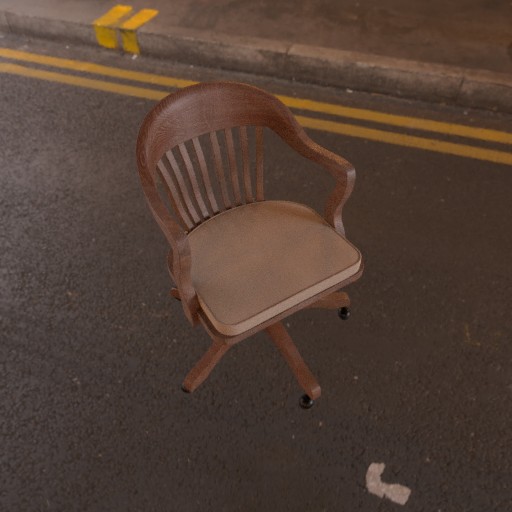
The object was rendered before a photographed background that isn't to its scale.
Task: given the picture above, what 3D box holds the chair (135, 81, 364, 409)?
[{"bbox_3d":[0.000,0.000,1.497,0.750,0.878,0.788,-24,51,-21],"label":"chair"}]
